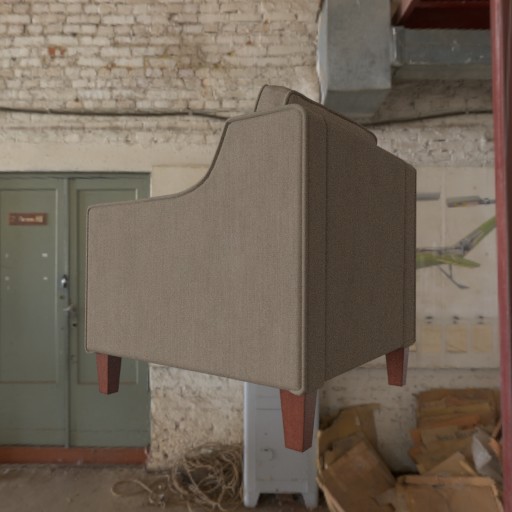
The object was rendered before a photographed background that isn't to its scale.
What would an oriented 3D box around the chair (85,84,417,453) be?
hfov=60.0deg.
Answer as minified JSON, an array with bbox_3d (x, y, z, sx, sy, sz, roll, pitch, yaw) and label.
[{"bbox_3d":[0.000,0.000,1.619,0.909,0.960,0.831,-1,-1,37],"label":"chair"}]
